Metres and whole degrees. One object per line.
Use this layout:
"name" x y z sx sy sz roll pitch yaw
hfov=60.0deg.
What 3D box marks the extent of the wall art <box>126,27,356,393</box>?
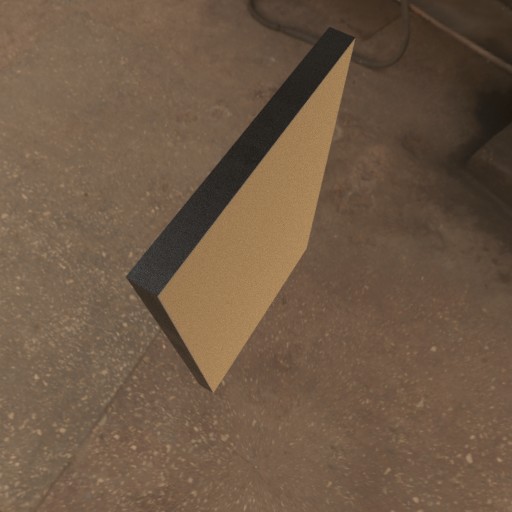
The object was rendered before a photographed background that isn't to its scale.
"wall art" 0.000 0.000 0.580 0.031 0.457 0.313 29 68 13
